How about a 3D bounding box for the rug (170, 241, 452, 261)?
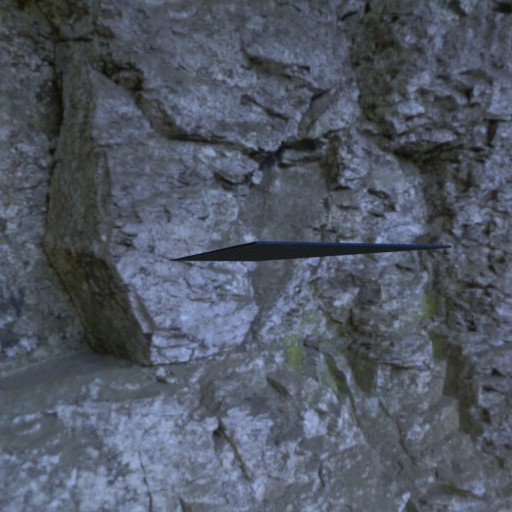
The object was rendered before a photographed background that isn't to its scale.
[{"bbox_3d":[0.000,0.000,2.695,0.769,0.012,2.448,1,-2,-17],"label":"rug"}]
